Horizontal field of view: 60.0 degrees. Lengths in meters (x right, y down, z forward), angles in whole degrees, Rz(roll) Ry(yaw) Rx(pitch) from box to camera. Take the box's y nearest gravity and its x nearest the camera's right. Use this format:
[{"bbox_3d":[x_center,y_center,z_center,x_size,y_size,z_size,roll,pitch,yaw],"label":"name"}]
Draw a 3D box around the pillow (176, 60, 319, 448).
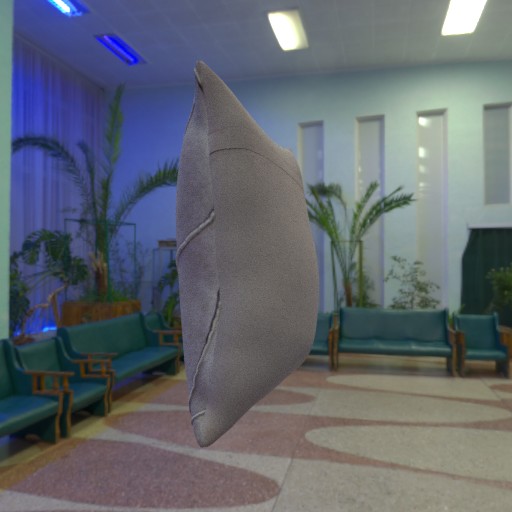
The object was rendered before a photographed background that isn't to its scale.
[{"bbox_3d":[0.000,0.000,0.693,0.185,0.440,0.439,0,-1,18],"label":"pillow"}]
